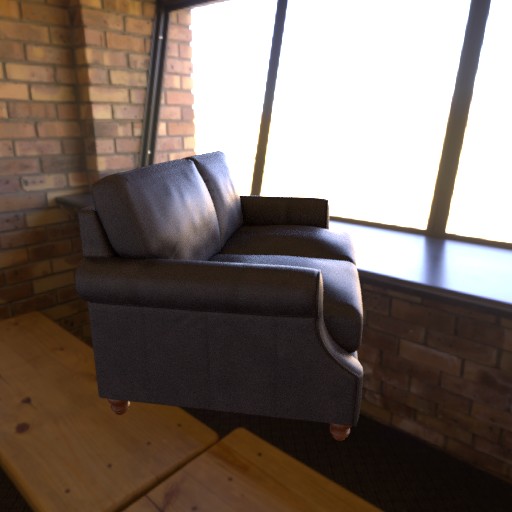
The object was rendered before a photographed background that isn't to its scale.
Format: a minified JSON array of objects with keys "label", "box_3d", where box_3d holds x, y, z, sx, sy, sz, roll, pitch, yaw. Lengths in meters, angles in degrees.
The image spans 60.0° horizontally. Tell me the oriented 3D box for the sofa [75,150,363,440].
[{"label":"sofa","box_3d":[0.000,0.000,2.280,1.030,0.979,1.663,3,17,9]}]
